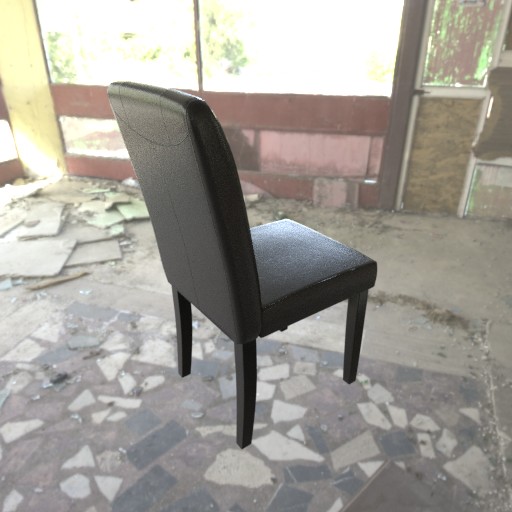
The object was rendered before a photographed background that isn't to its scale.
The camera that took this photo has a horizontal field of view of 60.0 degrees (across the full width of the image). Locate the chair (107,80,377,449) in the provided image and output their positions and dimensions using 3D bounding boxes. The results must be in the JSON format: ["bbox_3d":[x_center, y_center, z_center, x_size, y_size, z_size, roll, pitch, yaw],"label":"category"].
[{"bbox_3d":[0.000,0.000,1.194,0.556,0.897,0.399,-18,32,-32],"label":"chair"}]
